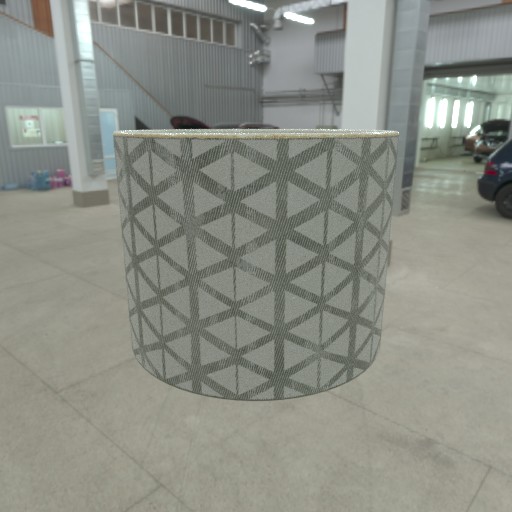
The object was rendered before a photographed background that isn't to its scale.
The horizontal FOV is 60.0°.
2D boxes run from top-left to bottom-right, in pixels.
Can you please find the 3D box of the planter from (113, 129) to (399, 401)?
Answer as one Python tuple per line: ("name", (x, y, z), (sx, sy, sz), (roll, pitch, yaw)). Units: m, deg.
("planter", (0.000, 0.000, 0.439), (0.250, 0.239, 0.250), (0, 17, 0))
